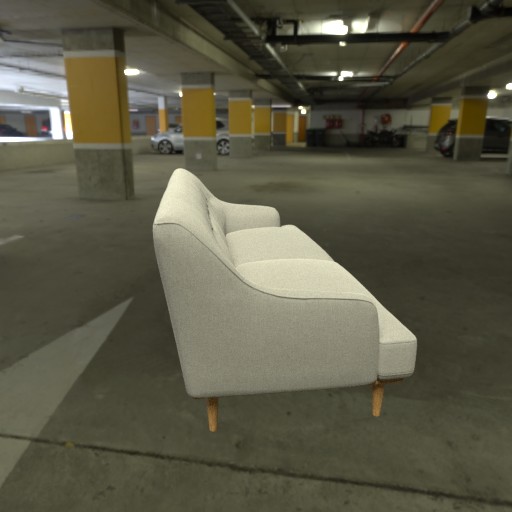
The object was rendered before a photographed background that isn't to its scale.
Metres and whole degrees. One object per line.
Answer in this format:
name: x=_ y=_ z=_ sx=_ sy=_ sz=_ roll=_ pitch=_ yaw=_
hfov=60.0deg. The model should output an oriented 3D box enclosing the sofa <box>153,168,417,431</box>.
sofa: x=0.000 y=0.000 z=2.558 sx=0.978 sy=0.871 sz=2.057 roll=-2 pitch=16 yaw=-8
